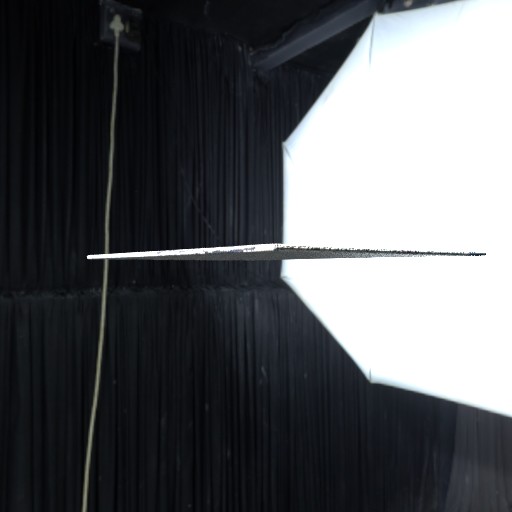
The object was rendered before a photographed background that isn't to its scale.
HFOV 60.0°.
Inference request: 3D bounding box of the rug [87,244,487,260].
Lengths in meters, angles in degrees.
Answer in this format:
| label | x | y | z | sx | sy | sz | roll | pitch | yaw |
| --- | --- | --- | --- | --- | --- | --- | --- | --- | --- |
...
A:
| label | x | y | z | sx | sy | sz | roll | pitch | yaw |
| --- | --- | --- | --- | --- | --- | --- | --- | --- | --- |
| rug | 0.000 | 0.000 | 2.368 | 1.238 | 0.020 | 1.847 | 1 | -2 | -37 |
